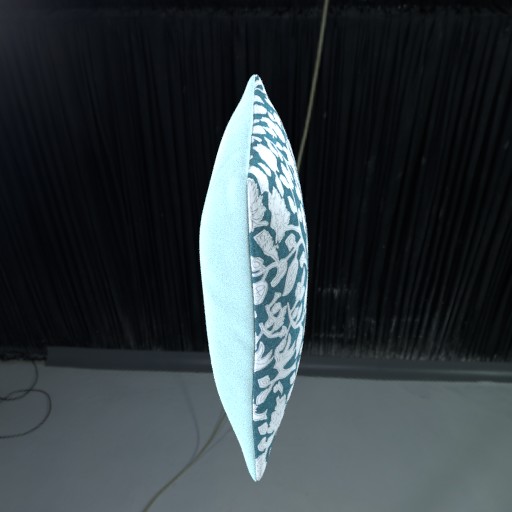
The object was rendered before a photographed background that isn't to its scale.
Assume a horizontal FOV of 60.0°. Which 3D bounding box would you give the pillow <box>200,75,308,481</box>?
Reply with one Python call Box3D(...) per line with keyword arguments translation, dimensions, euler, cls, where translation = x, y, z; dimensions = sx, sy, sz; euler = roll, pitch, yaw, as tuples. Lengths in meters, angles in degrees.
Box3D(translation=(0.000, 0.000, 0.778), dimensions=(0.166, 0.508, 0.525), euler=(0, 32, 1), cls="pillow")
